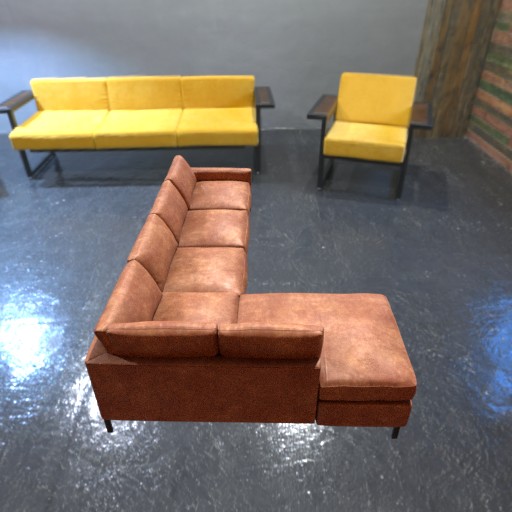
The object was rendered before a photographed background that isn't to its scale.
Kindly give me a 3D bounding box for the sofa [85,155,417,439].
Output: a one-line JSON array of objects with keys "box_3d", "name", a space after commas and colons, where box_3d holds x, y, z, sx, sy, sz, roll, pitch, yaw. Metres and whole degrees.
[{"box_3d": [0.000, 0.000, 3.840, 1.938, 0.877, 2.984, 0, 33, 1], "name": "sofa"}]
